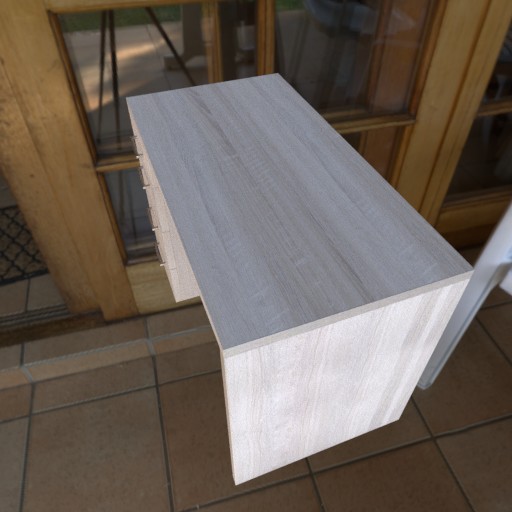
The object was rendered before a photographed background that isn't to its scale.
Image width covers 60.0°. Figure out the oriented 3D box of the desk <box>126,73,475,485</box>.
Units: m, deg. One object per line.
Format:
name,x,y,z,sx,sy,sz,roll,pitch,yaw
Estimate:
desk,0.000,0.000,1.510,0.600,0.731,1.100,-15,47,-15
